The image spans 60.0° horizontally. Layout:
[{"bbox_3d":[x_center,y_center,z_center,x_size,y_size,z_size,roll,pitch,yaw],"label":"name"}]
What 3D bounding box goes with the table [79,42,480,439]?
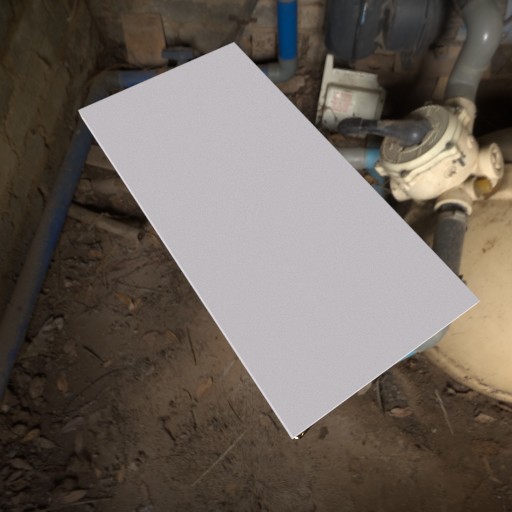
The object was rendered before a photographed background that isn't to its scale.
[{"bbox_3d":[0.000,0.000,1.369,0.498,0.660,0.991,-31,67,-15],"label":"table"}]
